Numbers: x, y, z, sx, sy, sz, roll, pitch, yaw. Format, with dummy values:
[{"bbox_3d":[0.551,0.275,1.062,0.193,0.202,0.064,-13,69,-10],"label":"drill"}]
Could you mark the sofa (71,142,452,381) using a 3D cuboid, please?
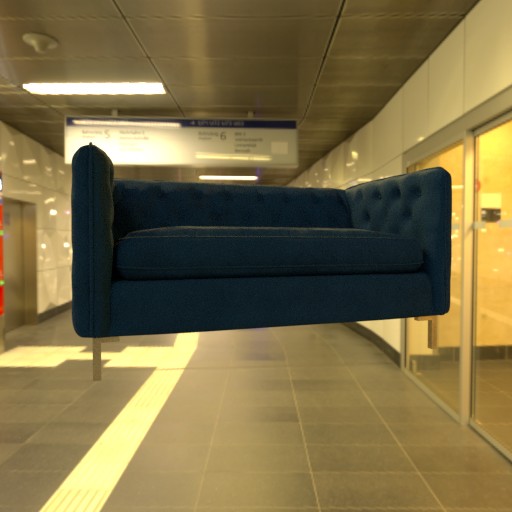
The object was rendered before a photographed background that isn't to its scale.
[{"bbox_3d":[0.000,0.000,2.106,1.583,0.810,0.909,-1,2,-19],"label":"sofa"}]
